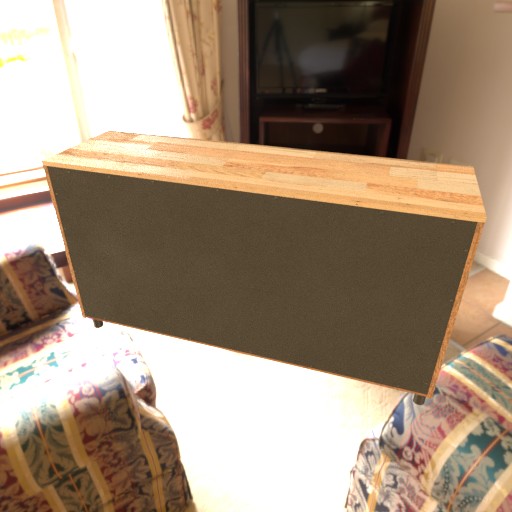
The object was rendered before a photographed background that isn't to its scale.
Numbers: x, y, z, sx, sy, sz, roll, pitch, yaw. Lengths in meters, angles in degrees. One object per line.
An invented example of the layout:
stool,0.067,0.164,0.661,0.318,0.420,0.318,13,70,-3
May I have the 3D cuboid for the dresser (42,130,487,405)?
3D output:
dresser,0.000,0.000,1.886,1.547,0.834,0.487,10,33,15
